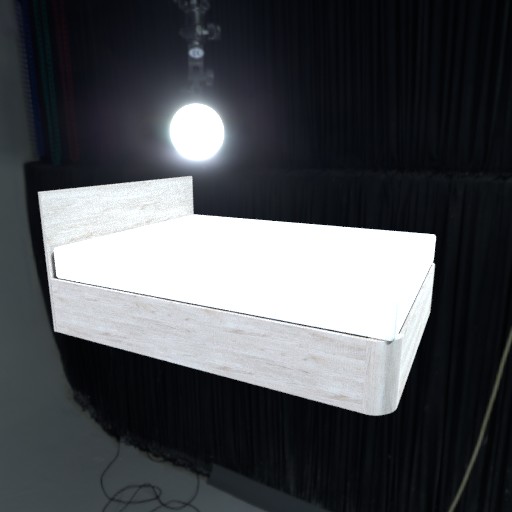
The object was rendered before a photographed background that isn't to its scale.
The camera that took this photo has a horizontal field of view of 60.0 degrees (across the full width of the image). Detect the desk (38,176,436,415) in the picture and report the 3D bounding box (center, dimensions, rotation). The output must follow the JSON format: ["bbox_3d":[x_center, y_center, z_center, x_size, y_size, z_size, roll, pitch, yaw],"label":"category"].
[{"bbox_3d":[0.000,0.000,2.651,1.900,0.800,1.400,7,16,26],"label":"desk"}]
